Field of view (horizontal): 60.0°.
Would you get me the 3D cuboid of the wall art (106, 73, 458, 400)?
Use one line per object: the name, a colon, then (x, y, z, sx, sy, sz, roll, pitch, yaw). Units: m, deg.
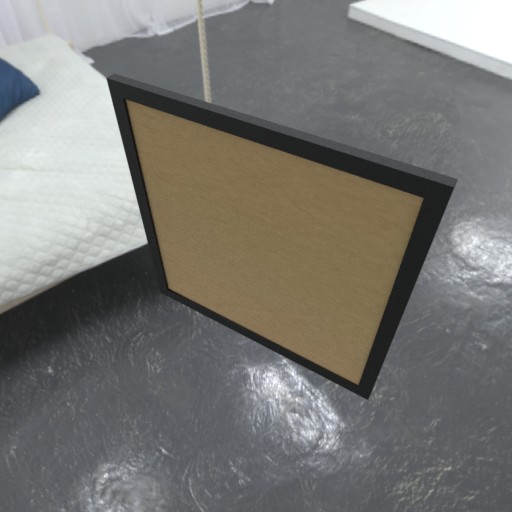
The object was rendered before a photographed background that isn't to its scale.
wall art: (0.000, 0.000, 0.532, 0.358, 0.357, 0.012, 24, 51, 21)
